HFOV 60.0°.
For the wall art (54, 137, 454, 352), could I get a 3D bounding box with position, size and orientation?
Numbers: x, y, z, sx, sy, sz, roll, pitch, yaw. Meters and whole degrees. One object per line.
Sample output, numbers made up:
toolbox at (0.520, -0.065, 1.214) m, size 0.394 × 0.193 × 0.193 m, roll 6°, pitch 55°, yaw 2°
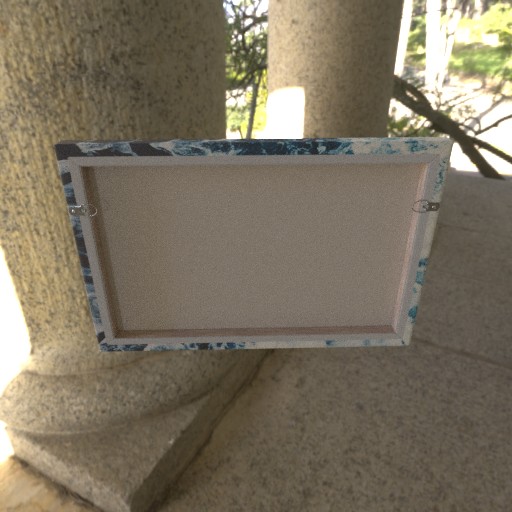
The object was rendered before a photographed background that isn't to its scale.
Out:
wall art at (0.000, 0.000, 1.173) m, size 0.915 × 0.610 × 0.042 m, roll -1°, pitch 29°, yaw -1°
